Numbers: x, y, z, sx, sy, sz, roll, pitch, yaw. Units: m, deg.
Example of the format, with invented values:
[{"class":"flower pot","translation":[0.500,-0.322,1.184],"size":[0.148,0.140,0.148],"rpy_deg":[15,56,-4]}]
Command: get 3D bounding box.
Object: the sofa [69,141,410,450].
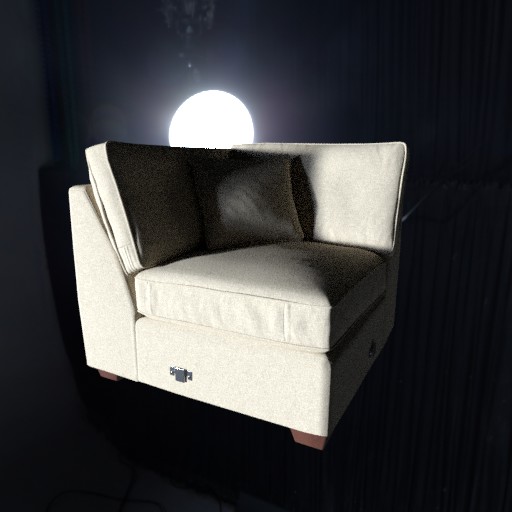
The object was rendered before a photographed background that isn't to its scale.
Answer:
[{"class":"sofa","translation":[0.000,0.000,1.993],"size":[1.146,1.002,1.084],"rpy_deg":[7,15,27]}]
